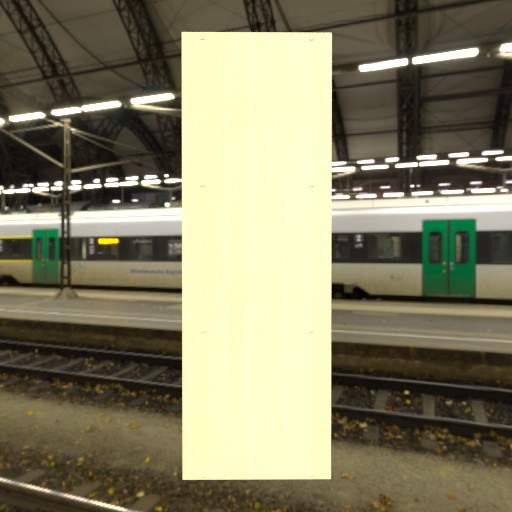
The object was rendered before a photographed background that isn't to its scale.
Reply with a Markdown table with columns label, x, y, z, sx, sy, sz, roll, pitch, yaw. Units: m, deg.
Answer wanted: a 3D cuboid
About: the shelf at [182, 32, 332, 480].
| label | x | y | z | sx | sy | sz | roll | pitch | yaw |
| --- | --- | --- | --- | --- | --- | --- | --- | --- | --- |
| shelf | 0.000 | 0.000 | 1.076 | 0.292 | 0.876 | 0.417 | 0 | 1 | 0 |
